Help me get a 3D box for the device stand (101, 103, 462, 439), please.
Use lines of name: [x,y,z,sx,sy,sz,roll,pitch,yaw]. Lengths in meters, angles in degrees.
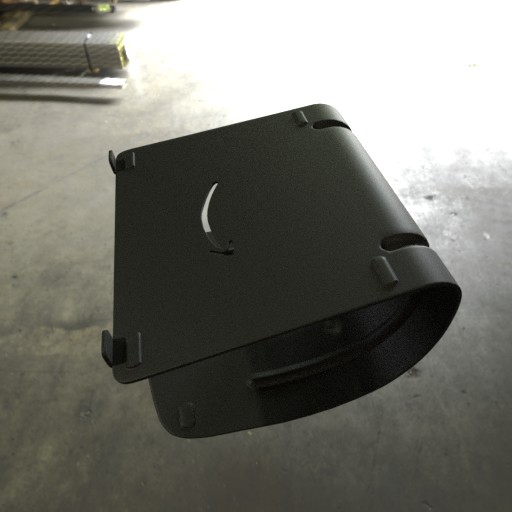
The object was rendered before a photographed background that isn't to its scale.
device stand: [0.000,0.000,0.398,0.236,0.155,0.256,-9,47,-8]
